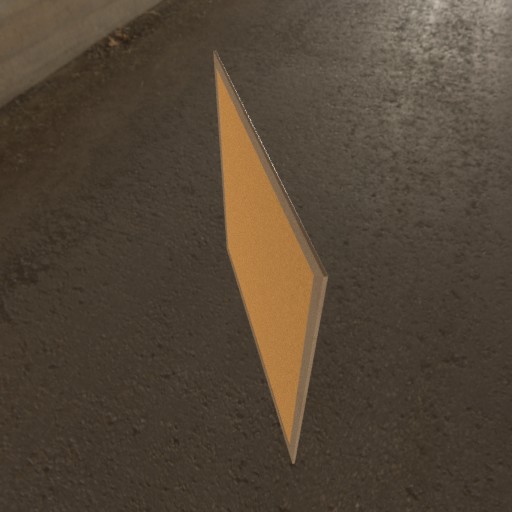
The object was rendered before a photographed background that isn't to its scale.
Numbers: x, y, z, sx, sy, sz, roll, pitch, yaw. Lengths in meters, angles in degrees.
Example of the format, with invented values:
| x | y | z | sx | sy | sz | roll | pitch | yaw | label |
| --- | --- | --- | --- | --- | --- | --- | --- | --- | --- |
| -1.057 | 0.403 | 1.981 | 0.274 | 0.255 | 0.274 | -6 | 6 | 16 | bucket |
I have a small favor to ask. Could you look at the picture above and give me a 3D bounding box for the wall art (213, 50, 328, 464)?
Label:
| x | y | z | sx | sy | sz | roll | pitch | yaw | label |
| --- | --- | --- | --- | --- | --- | --- | --- | --- | --- |
| 0.000 | 0.000 | 1.668 | 0.025 | 1.067 | 1.168 | -11 | 47 | -10 | wall art |
